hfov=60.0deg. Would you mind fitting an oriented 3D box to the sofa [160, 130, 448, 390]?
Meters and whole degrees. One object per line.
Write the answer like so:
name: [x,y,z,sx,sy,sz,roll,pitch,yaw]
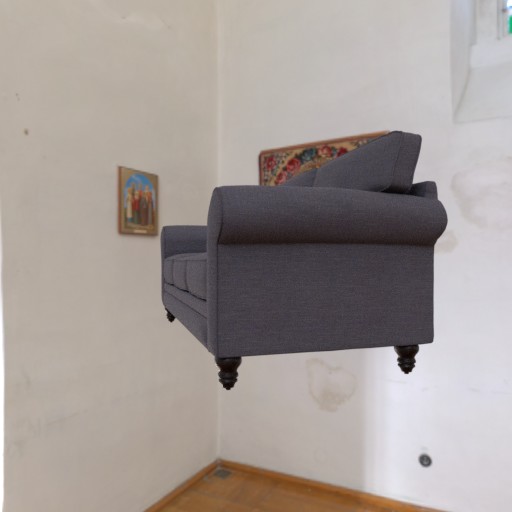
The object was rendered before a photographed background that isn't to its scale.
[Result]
sofa: [0.000,0.000,2.539,0.909,0.966,2.084,0,-1,-17]
